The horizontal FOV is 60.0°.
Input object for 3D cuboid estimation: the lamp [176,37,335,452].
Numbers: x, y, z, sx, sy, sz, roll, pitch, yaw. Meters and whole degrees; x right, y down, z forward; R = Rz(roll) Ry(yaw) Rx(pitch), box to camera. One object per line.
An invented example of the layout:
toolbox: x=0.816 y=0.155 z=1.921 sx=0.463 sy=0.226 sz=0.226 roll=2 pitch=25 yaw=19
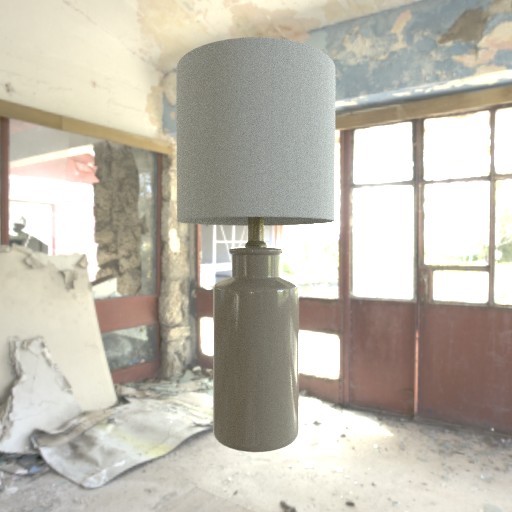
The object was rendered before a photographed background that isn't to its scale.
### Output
lamp: x=0.000 y=0.000 z=0.605 sx=0.212 sy=0.493 sz=0.212 roll=0 pitch=1 yaw=-20
